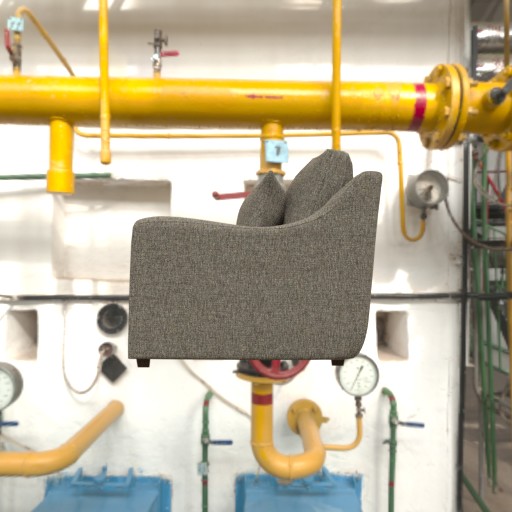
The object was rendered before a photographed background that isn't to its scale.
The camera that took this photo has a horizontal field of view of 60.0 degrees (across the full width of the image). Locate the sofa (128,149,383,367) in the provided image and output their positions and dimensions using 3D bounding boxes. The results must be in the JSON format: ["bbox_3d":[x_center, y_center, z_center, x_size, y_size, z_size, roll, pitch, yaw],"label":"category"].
[{"bbox_3d":[0.000,0.000,3.066,1.103,0.998,2.418,0,-1,1],"label":"sofa"}]
